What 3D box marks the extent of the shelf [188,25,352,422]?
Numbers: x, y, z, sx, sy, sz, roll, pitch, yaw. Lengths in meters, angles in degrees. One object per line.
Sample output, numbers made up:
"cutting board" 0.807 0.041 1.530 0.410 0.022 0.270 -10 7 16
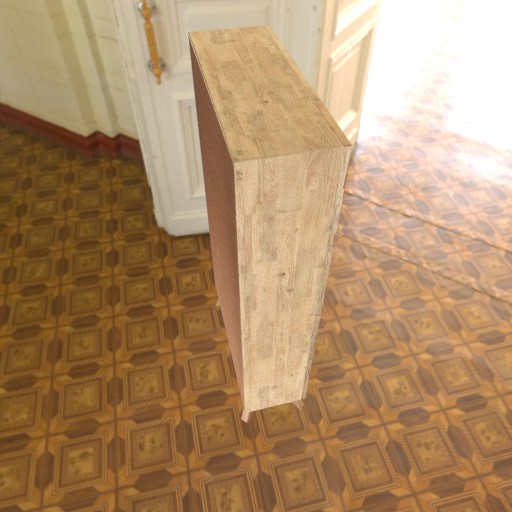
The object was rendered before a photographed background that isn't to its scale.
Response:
"shelf" 0.000 0.000 1.785 0.308 1.471 0.748 -10 48 -9
